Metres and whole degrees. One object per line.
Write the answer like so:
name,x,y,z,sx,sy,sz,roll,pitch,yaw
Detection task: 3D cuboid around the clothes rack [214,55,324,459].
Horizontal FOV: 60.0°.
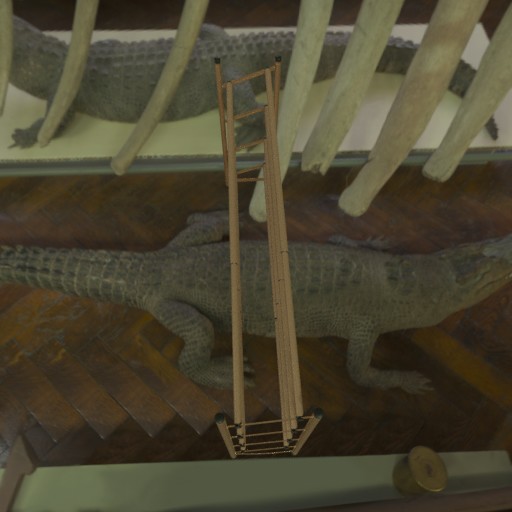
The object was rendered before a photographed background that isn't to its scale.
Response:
clothes rack,0.000,0.000,1.485,0.229,0.672,1.168,-2,60,-1
